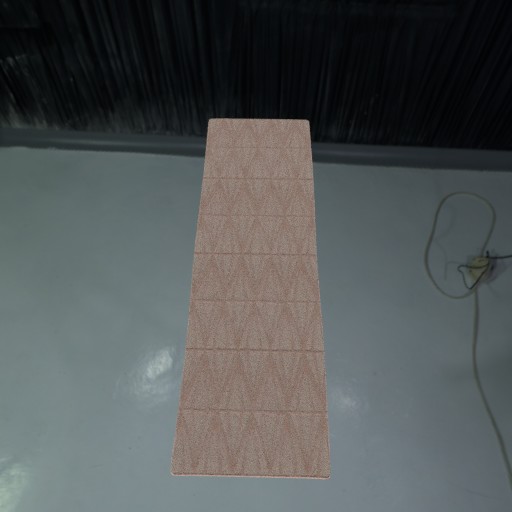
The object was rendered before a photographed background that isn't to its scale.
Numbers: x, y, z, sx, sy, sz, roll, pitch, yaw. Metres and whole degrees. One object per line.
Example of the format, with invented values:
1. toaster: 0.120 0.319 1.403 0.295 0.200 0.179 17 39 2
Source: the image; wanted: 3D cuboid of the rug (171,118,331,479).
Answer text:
1. rug: 0.000 0.000 2.711 0.760 0.015 2.435 1 58 1
